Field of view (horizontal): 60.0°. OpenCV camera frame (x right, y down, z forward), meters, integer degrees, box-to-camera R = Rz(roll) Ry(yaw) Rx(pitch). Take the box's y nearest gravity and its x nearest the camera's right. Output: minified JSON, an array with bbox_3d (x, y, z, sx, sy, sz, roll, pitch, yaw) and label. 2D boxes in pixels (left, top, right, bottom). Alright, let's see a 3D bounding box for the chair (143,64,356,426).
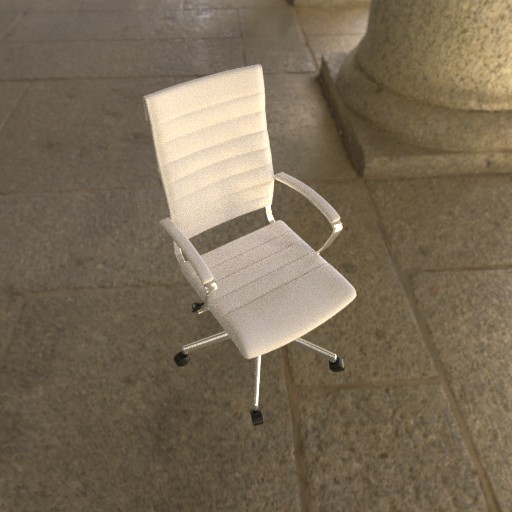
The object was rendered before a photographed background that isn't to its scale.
[{"bbox_3d":[0.000,0.000,1.700,0.766,1.149,0.739,-25,52,-22],"label":"chair"}]
